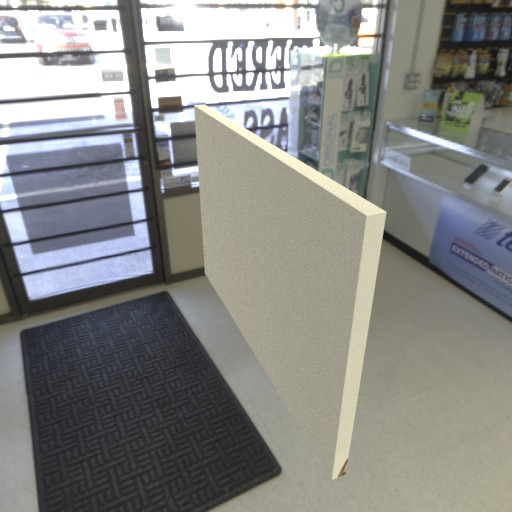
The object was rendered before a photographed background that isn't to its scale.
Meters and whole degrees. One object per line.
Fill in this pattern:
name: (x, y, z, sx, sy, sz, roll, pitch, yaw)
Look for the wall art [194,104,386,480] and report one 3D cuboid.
wall art: (0.000, 0.000, 1.144, 0.038, 0.601, 0.898, -11, 31, -20)
